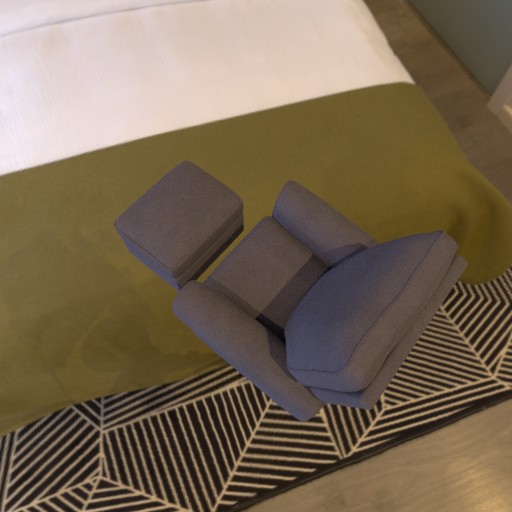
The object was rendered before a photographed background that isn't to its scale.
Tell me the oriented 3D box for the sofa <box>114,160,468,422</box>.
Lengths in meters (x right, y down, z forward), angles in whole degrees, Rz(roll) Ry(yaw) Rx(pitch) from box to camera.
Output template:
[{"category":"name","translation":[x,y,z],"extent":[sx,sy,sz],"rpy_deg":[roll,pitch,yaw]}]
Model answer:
[{"category":"sofa","translation":[0.000,0.000,2.033],"extent":[1.478,0.959,0.880],"rpy_deg":[36,68,17]}]
